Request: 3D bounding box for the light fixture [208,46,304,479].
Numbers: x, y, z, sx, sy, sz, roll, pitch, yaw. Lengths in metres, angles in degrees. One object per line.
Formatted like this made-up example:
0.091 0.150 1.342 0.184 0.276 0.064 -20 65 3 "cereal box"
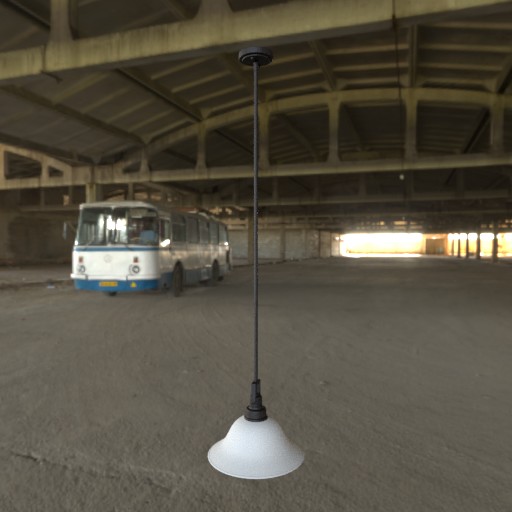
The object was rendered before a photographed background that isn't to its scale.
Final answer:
0.000 0.000 1.481 0.324 1.337 0.324 0 1 18 "light fixture"
